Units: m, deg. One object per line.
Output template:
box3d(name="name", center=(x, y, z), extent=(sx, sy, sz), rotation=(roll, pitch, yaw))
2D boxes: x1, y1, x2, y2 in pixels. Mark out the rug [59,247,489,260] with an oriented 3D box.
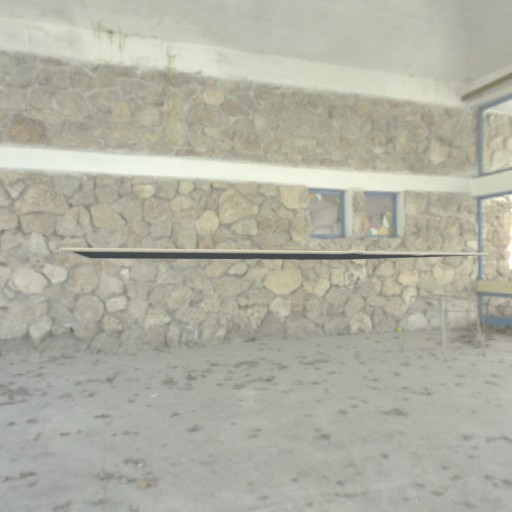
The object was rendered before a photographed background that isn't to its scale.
box3d(name="rug", center=(0.000, 0.000, 4.825), extent=(3.659, 0.037, 2.734), rotation=(0, -1, -18))
